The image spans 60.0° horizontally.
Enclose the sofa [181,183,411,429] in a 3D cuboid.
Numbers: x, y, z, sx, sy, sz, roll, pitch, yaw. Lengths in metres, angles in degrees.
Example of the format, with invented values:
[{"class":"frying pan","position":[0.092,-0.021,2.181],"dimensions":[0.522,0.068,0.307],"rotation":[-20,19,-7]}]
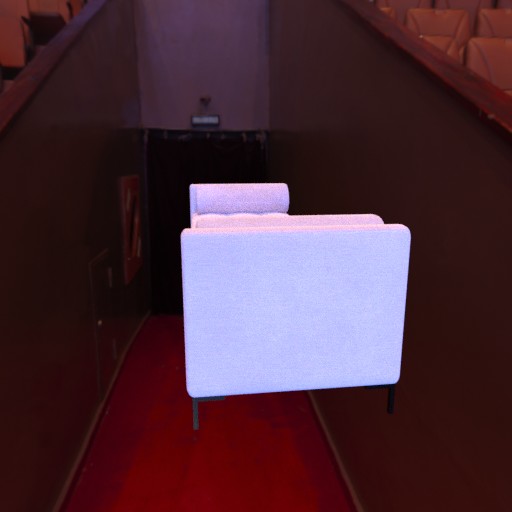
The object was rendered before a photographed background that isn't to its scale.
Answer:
[{"class":"sofa","position":[0.000,0.000,2.298],"dimensions":[0.686,0.635,1.981],"rotation":[-2,13,-7]}]
